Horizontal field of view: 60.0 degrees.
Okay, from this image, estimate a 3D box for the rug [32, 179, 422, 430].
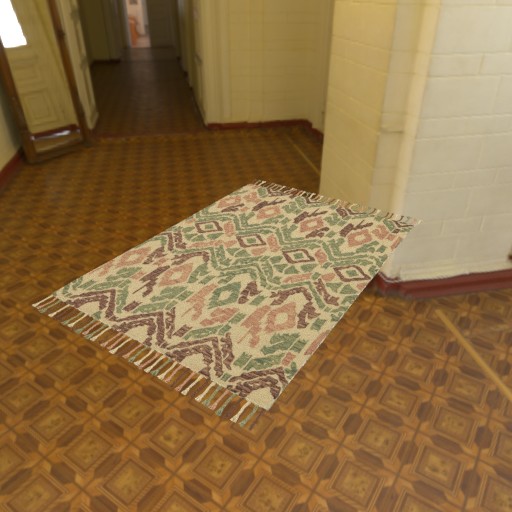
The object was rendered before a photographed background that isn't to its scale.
[{"bbox_3d":[0.000,0.000,2.333,1.219,0.010,1.829,19,36,28],"label":"rug"}]
